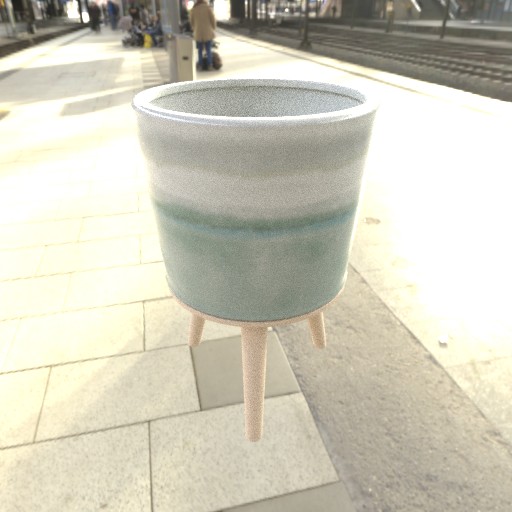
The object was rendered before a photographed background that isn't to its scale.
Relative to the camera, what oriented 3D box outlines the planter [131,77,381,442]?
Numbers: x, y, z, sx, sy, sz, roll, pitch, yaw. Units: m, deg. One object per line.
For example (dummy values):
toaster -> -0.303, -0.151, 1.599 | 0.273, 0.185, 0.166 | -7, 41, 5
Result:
planter -> 0.000, 0.000, 0.579 | 0.265, 0.404, 0.265 | -8, 30, -14
